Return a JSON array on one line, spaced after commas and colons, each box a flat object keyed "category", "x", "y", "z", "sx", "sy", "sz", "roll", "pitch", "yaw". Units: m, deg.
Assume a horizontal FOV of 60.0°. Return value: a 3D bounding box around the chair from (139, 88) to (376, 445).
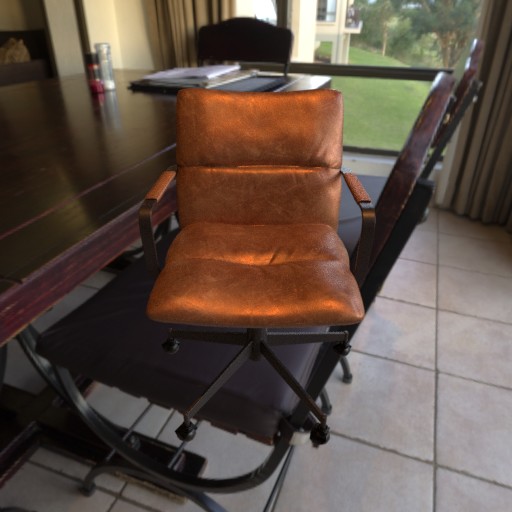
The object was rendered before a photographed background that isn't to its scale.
[{"category": "chair", "x": 0.000, "y": 0.000, "z": 1.445, "sx": 0.727, "sy": 0.922, "sz": 0.754, "roll": 1, "pitch": 30, "yaw": 1}]
